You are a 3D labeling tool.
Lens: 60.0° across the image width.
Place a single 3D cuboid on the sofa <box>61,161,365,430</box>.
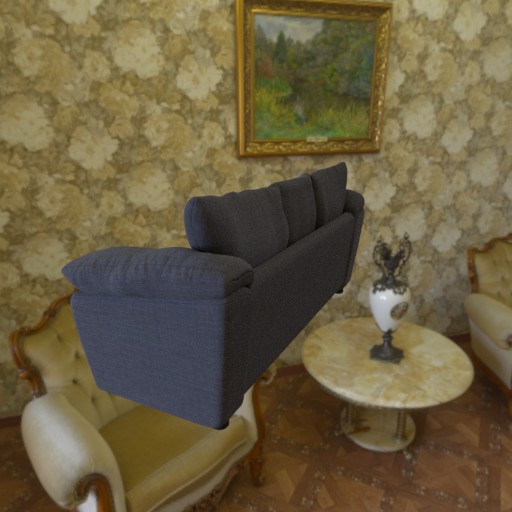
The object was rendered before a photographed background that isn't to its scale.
[{"bbox_3d":[0.000,0.000,2.870,0.883,1.080,2.336,8,18,25],"label":"sofa"}]
